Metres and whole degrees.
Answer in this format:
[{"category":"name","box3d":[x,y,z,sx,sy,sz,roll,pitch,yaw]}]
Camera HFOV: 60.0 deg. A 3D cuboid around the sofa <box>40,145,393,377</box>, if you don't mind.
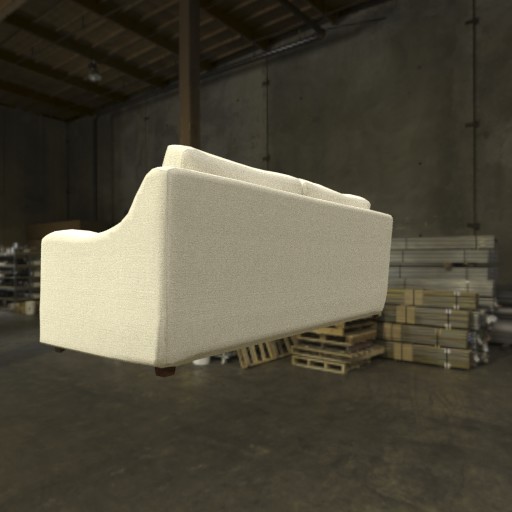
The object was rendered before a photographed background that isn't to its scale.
[{"category":"sofa","box3d":[0.000,0.000,2.987,1.009,1.022,2.470,0,-1,37]}]
